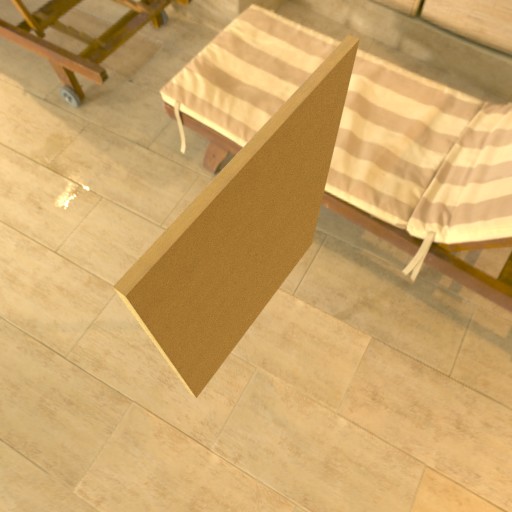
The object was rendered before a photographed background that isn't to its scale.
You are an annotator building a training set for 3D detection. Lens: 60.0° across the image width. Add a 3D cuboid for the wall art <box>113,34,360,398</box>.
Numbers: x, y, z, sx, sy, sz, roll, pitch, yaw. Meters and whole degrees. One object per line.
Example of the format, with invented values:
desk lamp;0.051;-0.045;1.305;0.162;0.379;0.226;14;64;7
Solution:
wall art;0.000;0.000;1.344;0.030;1.002;0.798;32;67;15
